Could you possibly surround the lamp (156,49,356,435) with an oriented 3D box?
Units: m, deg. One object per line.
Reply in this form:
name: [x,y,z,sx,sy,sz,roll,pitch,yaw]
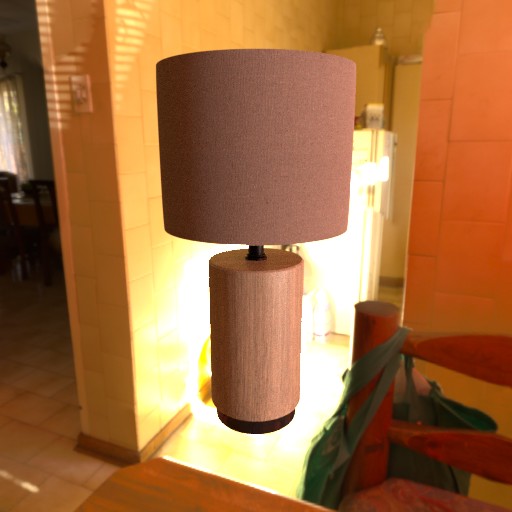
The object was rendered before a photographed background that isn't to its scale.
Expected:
lamp: [0.000,0.000,0.565,0.228,0.444,0.228,-2,14,-7]
